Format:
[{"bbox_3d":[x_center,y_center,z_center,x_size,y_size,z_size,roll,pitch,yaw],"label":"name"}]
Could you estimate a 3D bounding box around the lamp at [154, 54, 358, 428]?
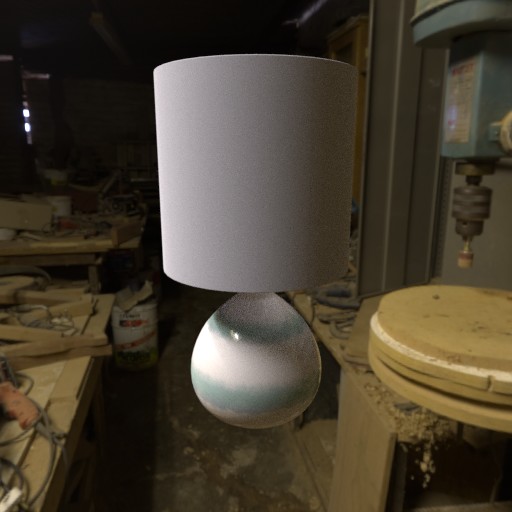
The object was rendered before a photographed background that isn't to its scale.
[{"bbox_3d":[0.000,0.000,0.528,0.217,0.404,0.217,-2,14,-9],"label":"lamp"}]
